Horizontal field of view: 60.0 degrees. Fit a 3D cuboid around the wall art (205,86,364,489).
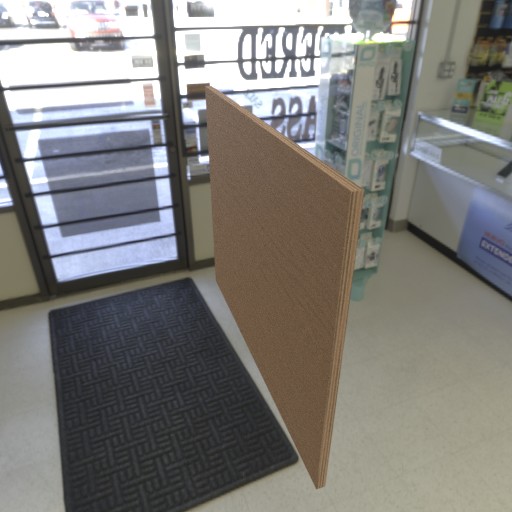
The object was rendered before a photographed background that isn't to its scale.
[{"bbox_3d":[0.000,0.000,0.671,0.013,0.406,0.508,-10,32,-16],"label":"wall art"}]
